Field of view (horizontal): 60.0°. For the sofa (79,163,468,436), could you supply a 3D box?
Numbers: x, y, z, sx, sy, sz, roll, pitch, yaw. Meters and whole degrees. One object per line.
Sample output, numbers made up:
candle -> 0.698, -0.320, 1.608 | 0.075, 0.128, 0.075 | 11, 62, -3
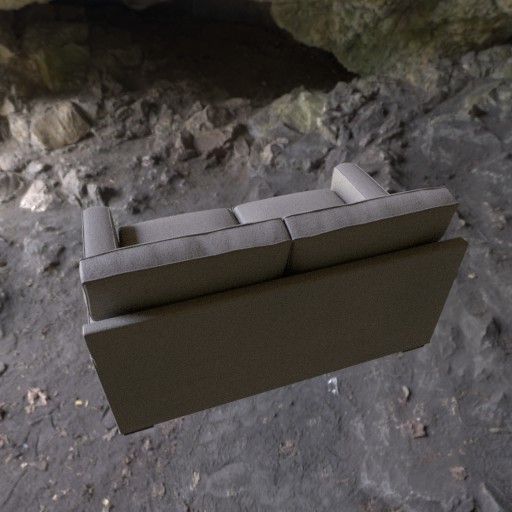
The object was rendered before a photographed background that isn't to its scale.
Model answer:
sofa -> 0.000, 0.000, 2.070 | 1.484, 0.853, 0.940 | -12, 42, -14
